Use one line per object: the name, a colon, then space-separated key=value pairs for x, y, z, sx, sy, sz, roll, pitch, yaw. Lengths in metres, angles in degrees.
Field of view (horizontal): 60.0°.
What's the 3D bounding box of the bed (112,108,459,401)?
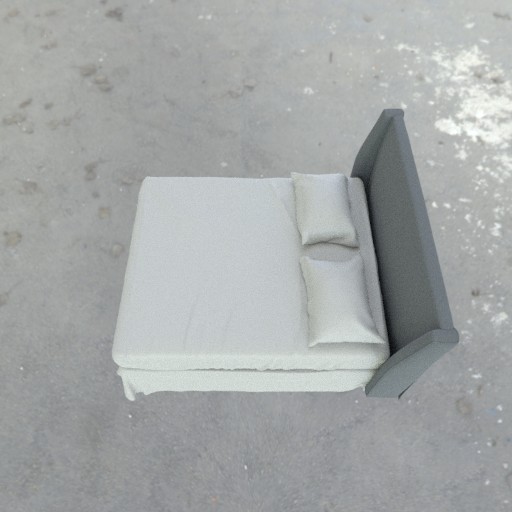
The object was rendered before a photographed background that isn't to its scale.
bed: x=0.000 y=0.000 z=3.475 sx=2.276 sy=1.332 sz=1.925 roll=0 pitch=59 yaw=0
